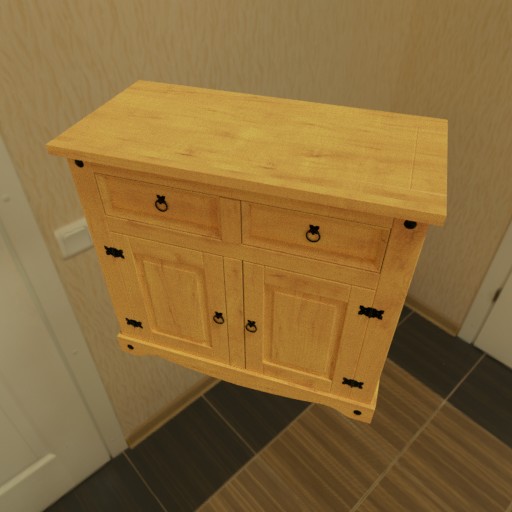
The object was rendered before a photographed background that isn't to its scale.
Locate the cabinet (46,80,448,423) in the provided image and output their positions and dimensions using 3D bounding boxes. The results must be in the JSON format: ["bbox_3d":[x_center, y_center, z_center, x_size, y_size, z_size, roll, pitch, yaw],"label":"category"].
[{"bbox_3d":[0.000,0.000,1.398,0.920,0.840,0.450,12,43,14],"label":"cabinet"}]
